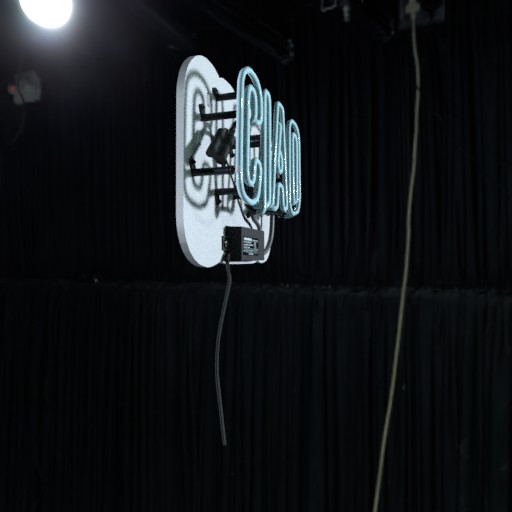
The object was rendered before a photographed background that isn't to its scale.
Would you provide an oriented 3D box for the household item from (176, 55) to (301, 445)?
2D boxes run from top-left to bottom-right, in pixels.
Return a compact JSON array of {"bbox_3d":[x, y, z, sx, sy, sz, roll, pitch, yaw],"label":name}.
[{"bbox_3d":[0.000,0.000,0.390,0.042,0.294,0.211,0,0,18],"label":"household item"}]
